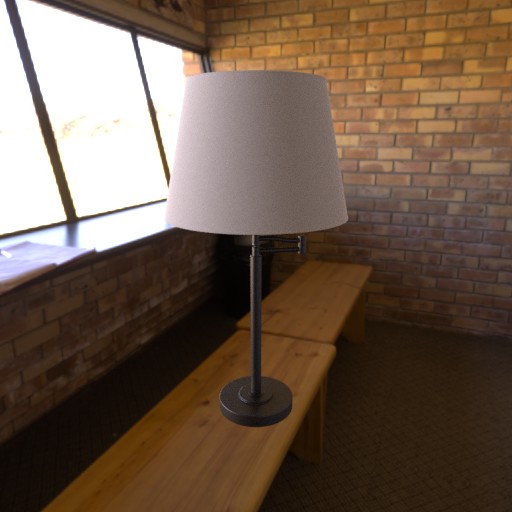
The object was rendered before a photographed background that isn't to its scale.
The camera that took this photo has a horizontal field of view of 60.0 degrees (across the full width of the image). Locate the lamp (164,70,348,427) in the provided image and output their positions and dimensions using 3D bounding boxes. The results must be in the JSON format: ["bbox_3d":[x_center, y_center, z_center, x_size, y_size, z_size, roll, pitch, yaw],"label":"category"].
[{"bbox_3d":[0.000,0.000,0.912,0.363,0.696,0.363,0,15,0],"label":"lamp"}]
